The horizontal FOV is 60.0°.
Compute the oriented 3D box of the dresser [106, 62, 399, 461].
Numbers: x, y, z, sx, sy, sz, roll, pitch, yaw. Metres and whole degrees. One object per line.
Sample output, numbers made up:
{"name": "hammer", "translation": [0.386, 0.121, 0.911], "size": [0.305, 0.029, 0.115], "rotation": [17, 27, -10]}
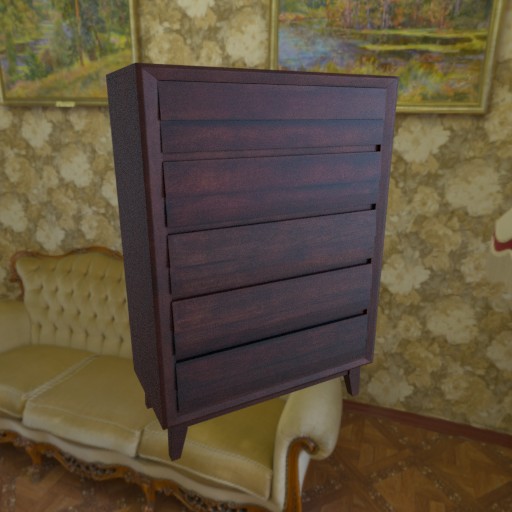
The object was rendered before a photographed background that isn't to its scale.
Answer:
{"name": "dresser", "translation": [0.000, 0.000, 2.001], "size": [1.072, 1.514, 0.506], "rotation": [-9, 20, -26]}
